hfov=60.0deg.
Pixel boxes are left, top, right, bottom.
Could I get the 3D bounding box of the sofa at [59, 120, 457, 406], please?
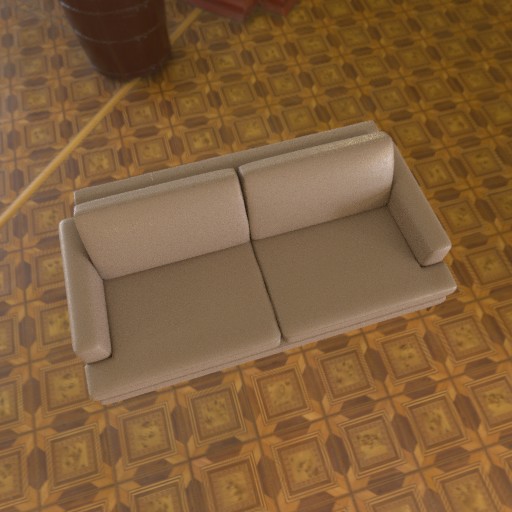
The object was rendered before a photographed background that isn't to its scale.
[{"bbox_3d":[0.000,0.000,2.385,1.940,0.765,0.974,-15,64,-8],"label":"sofa"}]
